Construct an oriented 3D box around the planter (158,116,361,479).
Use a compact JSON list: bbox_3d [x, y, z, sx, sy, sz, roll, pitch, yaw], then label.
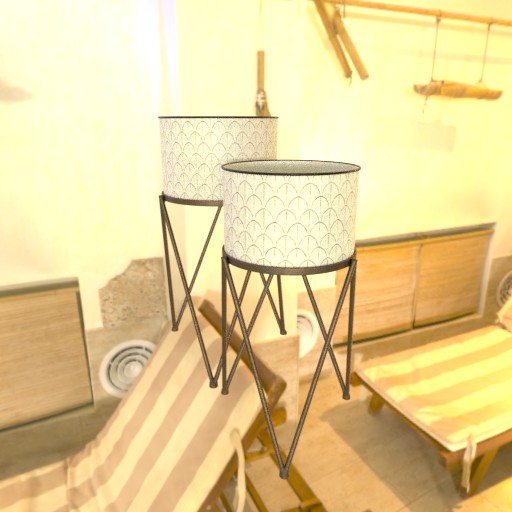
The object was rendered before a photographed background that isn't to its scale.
[{"bbox_3d":[0.000,0.000,1.183,0.413,0.712,0.769,-8,19,-25],"label":"planter"}]
